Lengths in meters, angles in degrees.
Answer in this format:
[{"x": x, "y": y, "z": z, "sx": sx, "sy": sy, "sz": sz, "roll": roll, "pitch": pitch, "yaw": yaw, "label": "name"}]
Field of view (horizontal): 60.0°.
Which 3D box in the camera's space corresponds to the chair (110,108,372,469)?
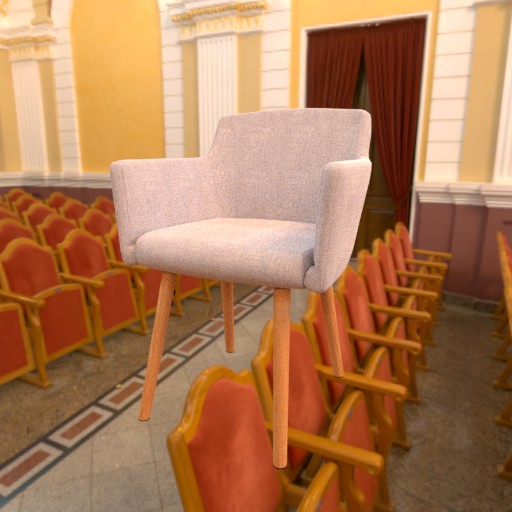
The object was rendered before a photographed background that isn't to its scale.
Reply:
[{"x": 0.000, "y": 0.000, "z": 1.172, "sx": 0.570, "sy": 0.780, "sz": 0.540, "roll": 7, "pitch": 15, "yaw": 26, "label": "chair"}]
